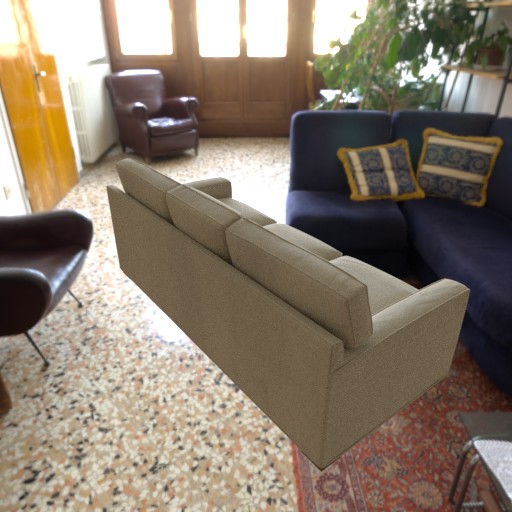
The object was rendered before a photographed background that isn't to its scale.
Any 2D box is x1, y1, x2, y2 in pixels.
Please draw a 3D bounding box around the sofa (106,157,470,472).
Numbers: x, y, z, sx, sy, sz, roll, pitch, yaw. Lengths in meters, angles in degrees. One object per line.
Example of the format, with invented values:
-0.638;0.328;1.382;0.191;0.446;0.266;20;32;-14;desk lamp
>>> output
0.000;0.000;2.581;0.936;0.862;2.093;-20;34;-32;sofa
